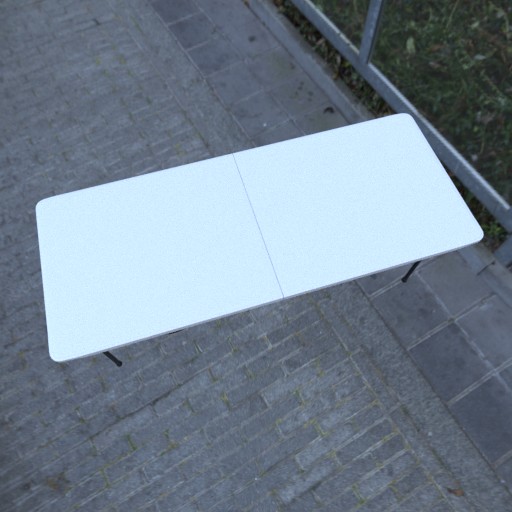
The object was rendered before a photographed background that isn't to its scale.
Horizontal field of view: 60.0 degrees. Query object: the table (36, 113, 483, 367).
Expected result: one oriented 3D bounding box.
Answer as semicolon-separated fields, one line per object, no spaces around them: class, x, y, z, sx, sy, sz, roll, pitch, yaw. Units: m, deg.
table;0.000;0.000;2.247;1.829;0.719;0.761;-15;64;-8
